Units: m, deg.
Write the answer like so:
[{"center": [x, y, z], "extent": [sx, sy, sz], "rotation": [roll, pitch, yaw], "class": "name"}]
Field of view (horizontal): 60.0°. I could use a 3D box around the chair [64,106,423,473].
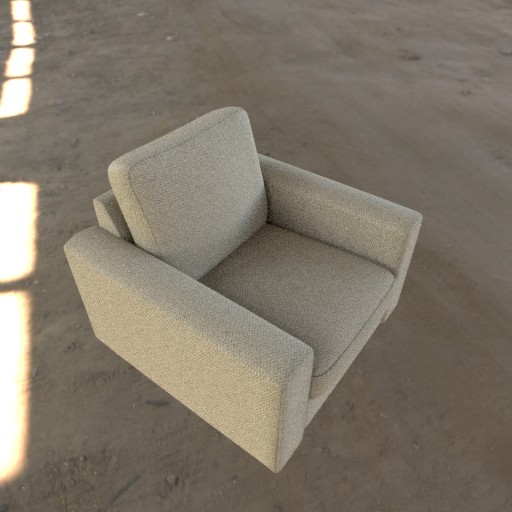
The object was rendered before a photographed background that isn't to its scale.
[{"center": [0.000, 0.000, 1.758], "extent": [1.016, 0.873, 1.005], "rotation": [26, 47, 27], "class": "chair"}]
